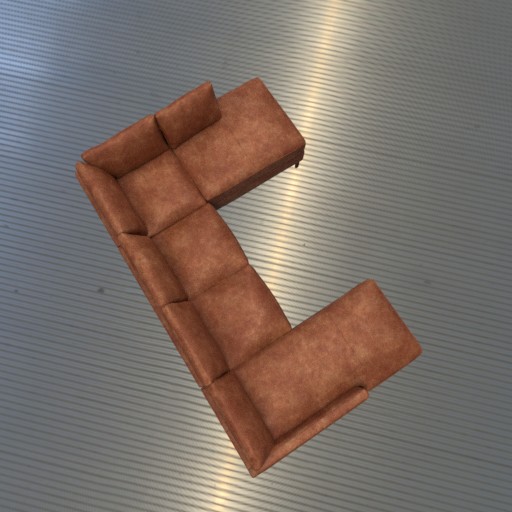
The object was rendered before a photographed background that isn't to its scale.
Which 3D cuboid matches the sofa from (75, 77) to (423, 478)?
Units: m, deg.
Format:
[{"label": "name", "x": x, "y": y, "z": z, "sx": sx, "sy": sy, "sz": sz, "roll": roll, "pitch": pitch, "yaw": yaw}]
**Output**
[{"label": "sofa", "x": 0.000, "y": 0.000, "z": 3.893, "sx": 1.939, "sy": 0.900, "sz": 2.956, "roll": -32, "pitch": 79, "yaw": -7}]
